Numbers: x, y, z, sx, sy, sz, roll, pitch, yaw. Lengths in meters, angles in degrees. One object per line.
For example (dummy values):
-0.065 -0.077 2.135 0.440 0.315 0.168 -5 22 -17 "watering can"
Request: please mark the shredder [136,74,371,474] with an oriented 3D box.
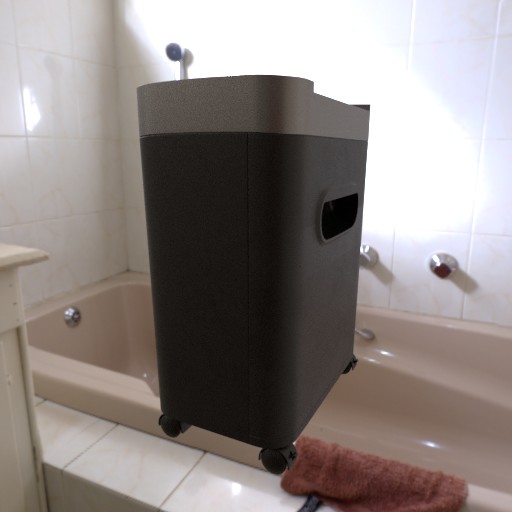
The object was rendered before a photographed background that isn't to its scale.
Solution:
0.000 0.000 0.610 0.237 0.419 0.311 7 15 27 "shredder"
